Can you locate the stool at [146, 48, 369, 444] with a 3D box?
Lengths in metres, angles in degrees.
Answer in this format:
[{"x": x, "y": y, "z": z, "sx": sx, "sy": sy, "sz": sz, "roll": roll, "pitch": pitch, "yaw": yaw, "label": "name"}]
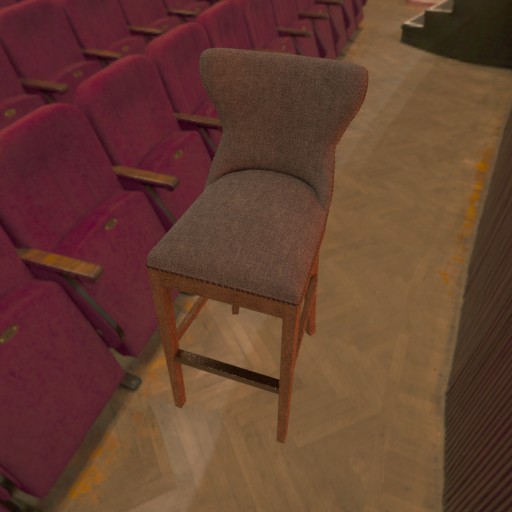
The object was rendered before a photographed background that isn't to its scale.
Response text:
[{"x": 0.000, "y": 0.000, "z": 1.444, "sx": 0.494, "sy": 1.123, "sz": 0.606, "roll": 13, "pitch": 43, "yaw": 15, "label": "stool"}]
